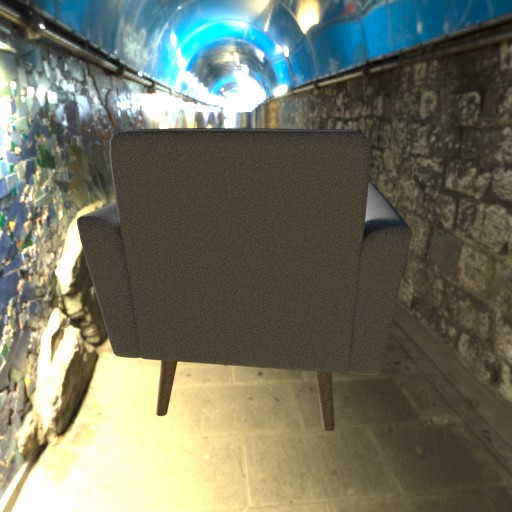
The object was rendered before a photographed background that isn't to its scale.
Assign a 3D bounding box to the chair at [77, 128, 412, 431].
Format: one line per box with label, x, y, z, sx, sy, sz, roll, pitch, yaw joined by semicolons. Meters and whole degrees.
chair;0.000;0.000;1.385;0.780;0.780;0.750;2;17;7
